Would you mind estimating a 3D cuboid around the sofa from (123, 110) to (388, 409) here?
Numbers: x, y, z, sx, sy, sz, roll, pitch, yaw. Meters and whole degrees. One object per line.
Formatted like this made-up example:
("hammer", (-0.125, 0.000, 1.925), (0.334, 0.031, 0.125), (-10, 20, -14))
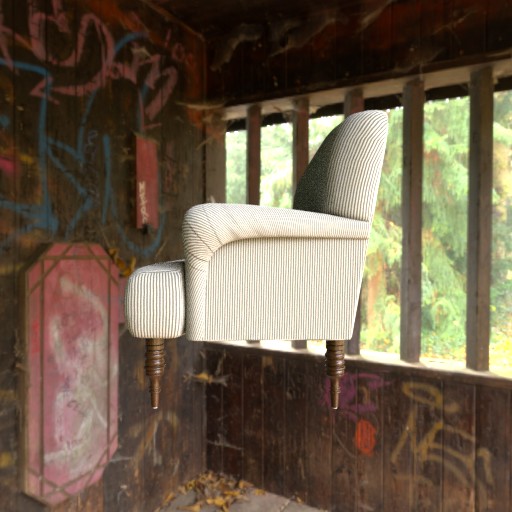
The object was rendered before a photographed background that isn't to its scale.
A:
("sofa", (0.000, 0.000, 1.859), (0.779, 0.889, 1.297), (0, 1, 0))
